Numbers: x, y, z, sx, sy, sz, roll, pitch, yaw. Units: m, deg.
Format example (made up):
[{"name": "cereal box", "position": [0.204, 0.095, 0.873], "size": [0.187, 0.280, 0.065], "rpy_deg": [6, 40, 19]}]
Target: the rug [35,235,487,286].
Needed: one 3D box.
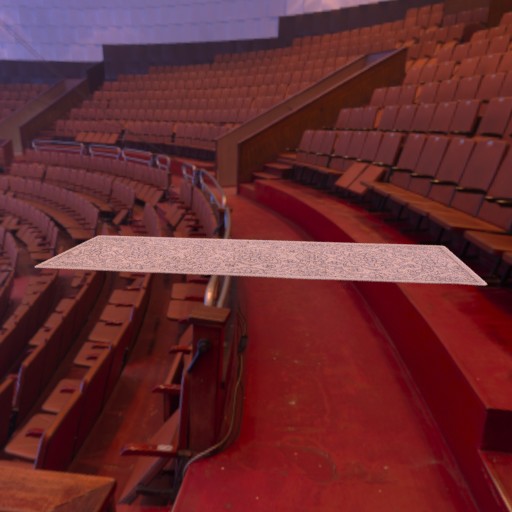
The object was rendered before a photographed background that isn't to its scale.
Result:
[{"name": "rug", "position": [0.000, 0.000, 2.724], "size": [2.431, 0.006, 0.806], "rpy_deg": [2, 16, 7]}]
